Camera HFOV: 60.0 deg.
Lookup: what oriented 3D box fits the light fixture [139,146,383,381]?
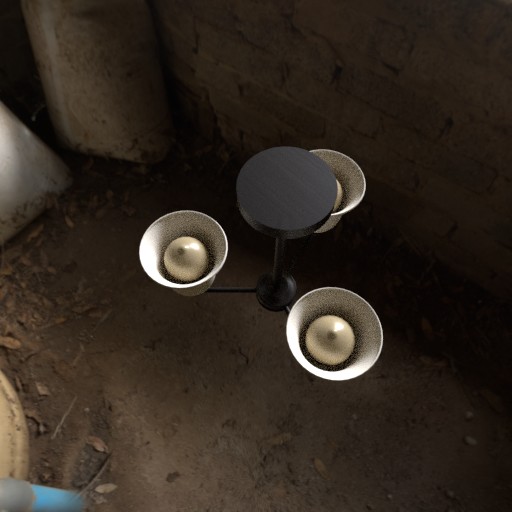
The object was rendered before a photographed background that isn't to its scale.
[{"bbox_3d":[0.000,0.000,0.691,0.354,0.370,0.388,1,63,0],"label":"light fixture"}]
